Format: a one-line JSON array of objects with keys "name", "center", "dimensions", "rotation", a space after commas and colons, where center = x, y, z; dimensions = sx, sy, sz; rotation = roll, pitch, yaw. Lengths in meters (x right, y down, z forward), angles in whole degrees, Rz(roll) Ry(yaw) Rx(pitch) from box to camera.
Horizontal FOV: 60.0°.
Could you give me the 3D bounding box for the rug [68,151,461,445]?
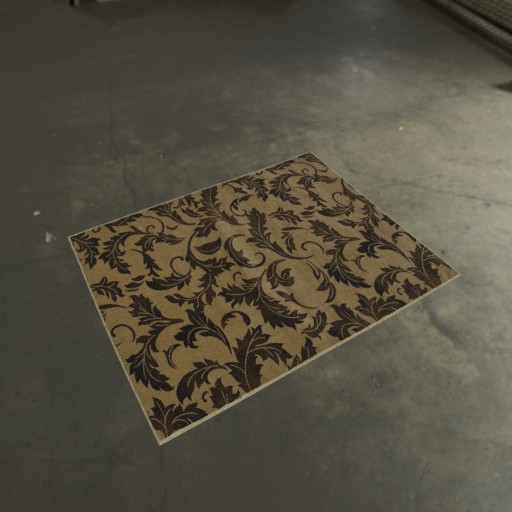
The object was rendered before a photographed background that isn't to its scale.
[{"name": "rug", "center": [0.000, 0.000, 4.221], "dimensions": [2.977, 0.008, 2.380], "rotation": [-24, 51, -21]}]
